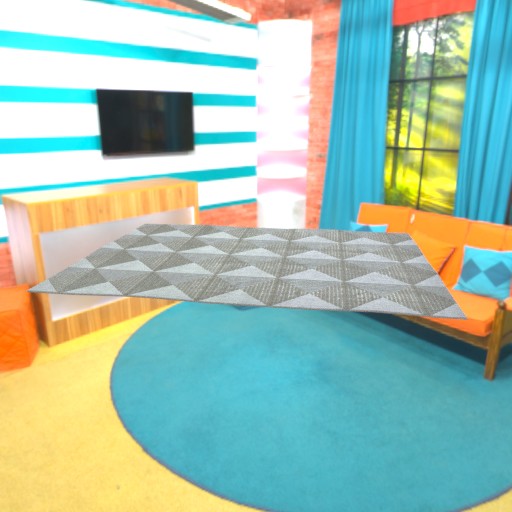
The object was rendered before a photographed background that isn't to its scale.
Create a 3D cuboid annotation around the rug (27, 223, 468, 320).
[{"bbox_3d":[0.000,0.000,4.435,3.333,0.027,2.428,3,17,9],"label":"rug"}]
